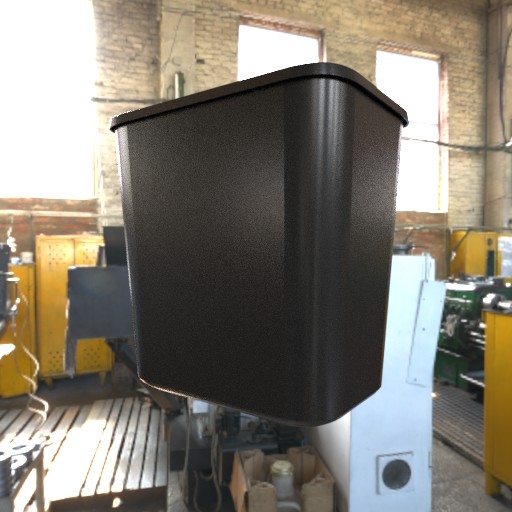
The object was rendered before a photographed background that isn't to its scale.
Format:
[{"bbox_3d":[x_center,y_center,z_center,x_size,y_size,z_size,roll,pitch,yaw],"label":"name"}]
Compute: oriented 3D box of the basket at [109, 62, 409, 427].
[{"bbox_3d":[0.000,0.000,0.504,0.300,0.307,0.211,1,1,36],"label":"basket"}]
